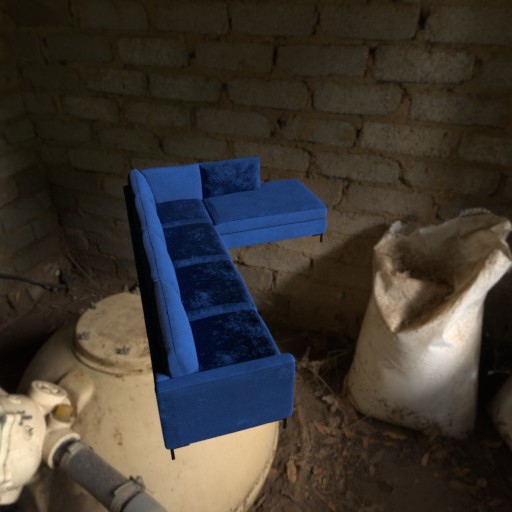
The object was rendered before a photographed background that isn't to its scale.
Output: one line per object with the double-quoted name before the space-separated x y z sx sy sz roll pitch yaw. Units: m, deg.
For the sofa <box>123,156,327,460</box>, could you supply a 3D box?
"sofa" 0.000 0.000 3.241 1.707 0.687 2.486 -10 33 -15
